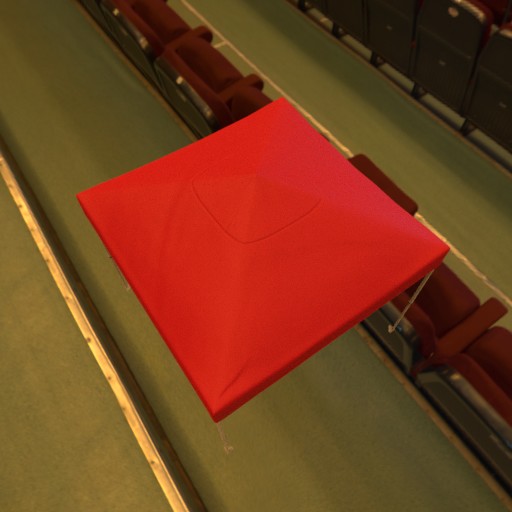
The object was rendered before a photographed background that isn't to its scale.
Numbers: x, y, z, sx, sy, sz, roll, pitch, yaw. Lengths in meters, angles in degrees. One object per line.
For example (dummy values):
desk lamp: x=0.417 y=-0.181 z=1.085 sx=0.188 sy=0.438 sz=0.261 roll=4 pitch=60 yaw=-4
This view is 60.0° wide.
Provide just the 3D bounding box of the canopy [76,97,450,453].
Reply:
canopy: x=0.000 y=0.000 z=5.518 sx=2.998 sy=2.997 sz=2.996 roll=-31 pitch=63 yaw=-18
